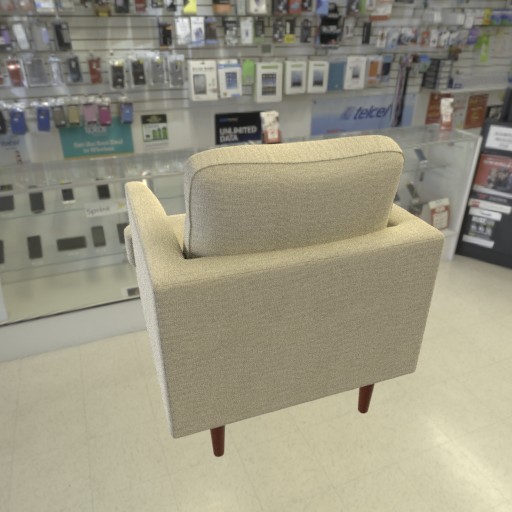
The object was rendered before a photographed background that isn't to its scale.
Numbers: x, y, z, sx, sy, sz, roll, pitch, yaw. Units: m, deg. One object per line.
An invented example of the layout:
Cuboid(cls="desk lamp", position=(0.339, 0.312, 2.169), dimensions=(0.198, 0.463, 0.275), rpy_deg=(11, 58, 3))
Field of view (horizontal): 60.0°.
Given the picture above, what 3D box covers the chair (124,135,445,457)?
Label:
Cuboid(cls="chair", position=(0.000, 0.000, 1.583), dimensions=(0.858, 0.957, 0.899), rpy_deg=(-9, 30, -17))
